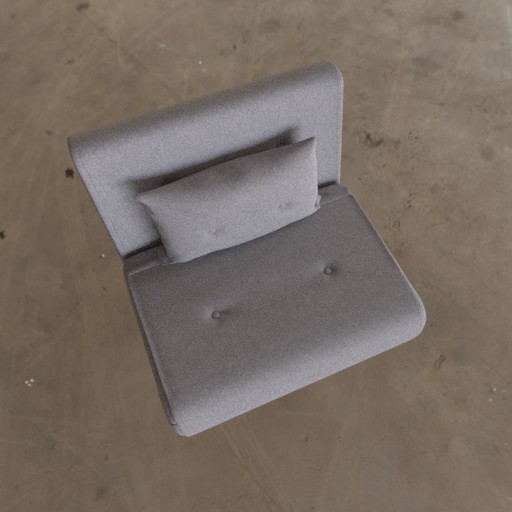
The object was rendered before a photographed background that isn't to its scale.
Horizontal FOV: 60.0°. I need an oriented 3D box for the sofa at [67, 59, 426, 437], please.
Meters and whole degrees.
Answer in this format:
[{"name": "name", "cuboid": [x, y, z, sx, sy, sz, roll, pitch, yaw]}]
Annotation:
[{"name": "sofa", "cuboid": [0.000, 0.000, 1.723, 1.020, 0.825, 1.000, -21, 65, -10]}]
